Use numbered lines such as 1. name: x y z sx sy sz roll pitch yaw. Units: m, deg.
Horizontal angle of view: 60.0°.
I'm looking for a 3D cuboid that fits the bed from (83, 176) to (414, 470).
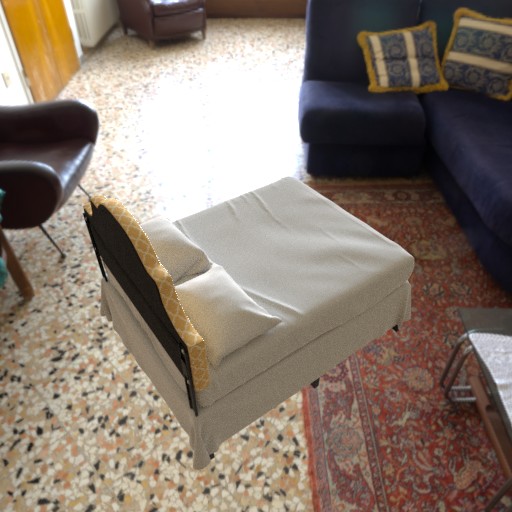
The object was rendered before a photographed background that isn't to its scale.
1. bed: 0.000 0.000 3.437 2.222 1.633 1.780 -25 47 -26
